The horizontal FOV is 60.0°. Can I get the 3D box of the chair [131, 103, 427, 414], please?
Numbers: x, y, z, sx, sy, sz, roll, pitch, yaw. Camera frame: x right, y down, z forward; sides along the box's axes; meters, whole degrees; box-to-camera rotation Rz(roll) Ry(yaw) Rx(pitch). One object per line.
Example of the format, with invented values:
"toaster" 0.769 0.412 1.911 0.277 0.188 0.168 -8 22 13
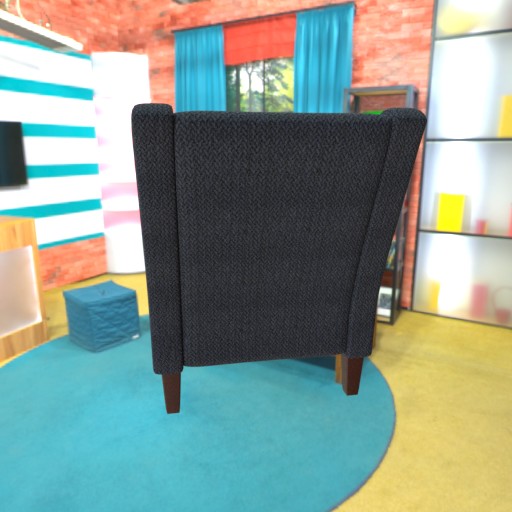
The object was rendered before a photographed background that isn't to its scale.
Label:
"chair" 0.000 0.000 1.687 0.793 1.012 0.944 -2 14 -10
